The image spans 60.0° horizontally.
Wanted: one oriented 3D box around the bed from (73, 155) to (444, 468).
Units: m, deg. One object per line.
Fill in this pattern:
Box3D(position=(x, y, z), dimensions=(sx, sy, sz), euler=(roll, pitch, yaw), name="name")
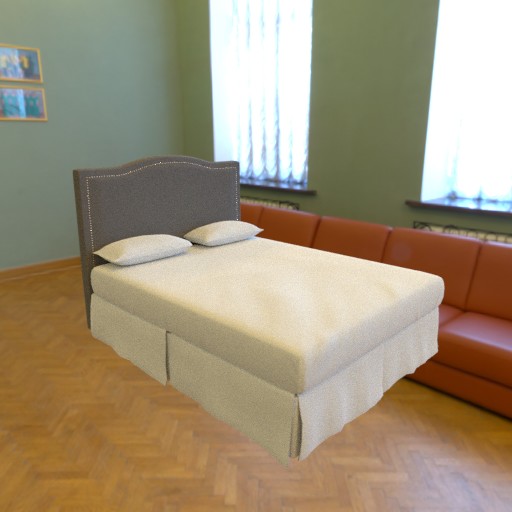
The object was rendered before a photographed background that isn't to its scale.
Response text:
Box3D(position=(0.000, 0.000, 3.368), dimensions=(2.282, 1.436, 1.821), euler=(14, 21, 42), name="bed")
